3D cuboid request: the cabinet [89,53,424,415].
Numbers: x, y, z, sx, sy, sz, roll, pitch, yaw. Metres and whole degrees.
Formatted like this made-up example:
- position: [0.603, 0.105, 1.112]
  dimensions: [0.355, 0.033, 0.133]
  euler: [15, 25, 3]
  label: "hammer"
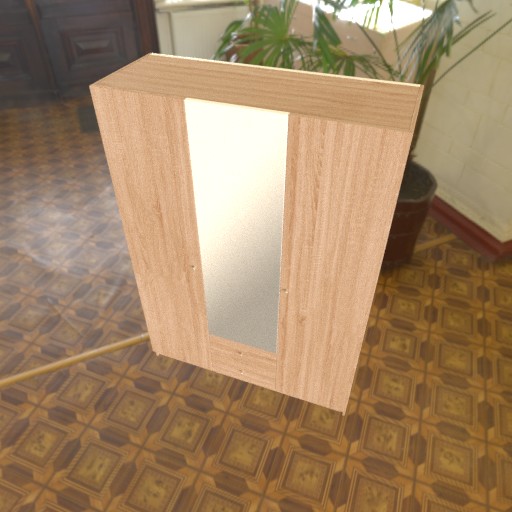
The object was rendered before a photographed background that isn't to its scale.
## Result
- position: [0.000, 0.000, 2.796]
  dimensions: [1.500, 2.120, 0.590]
  euler: [13, 42, 15]
  label: "cabinet"
